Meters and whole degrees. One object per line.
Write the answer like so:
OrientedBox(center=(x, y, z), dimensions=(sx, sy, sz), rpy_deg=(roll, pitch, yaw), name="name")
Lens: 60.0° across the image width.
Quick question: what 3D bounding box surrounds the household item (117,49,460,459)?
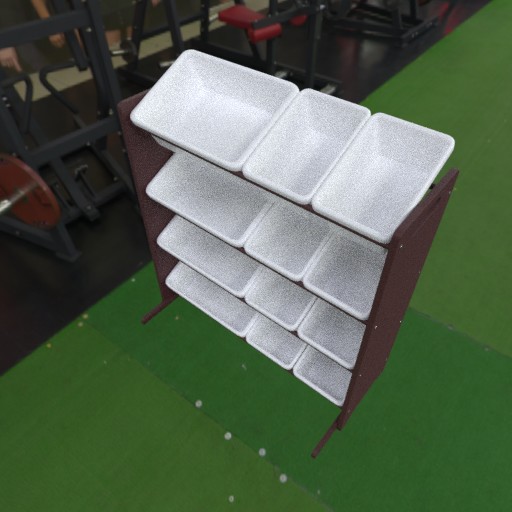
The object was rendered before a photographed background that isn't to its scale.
OrientedBox(center=(0.000, 0.000, 1.240), dimensions=(0.787, 0.864, 0.389), rpy_deg=(30, 52, 27), name="household item")
